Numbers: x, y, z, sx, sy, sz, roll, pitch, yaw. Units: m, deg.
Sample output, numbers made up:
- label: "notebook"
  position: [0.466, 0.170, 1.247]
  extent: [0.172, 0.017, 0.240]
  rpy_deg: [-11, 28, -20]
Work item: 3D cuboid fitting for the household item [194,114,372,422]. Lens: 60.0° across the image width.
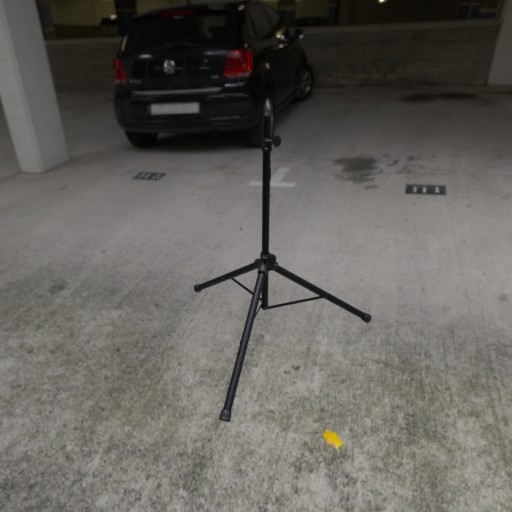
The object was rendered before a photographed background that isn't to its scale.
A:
- label: "household item"
  position: [0.000, 0.000, 1.932]
  extent: [1.045, 1.136, 0.907]
  rpy_deg: [10, 32, 16]
